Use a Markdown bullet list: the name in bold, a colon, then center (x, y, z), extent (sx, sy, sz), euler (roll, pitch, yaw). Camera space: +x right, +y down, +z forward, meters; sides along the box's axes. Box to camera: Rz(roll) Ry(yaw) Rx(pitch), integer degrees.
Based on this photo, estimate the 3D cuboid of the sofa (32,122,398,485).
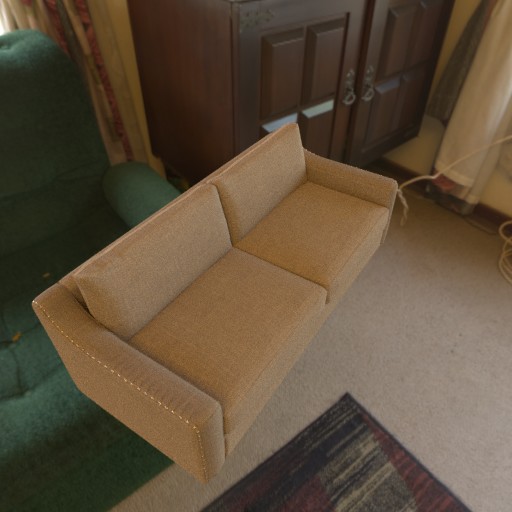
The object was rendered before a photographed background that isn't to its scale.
- **sofa**: center (0.000, 0.000, 2.673), extent (1.000, 0.857, 2.208), euler (24, 46, 25)
